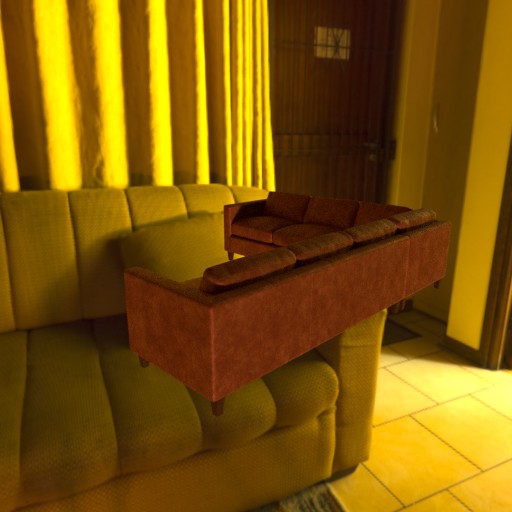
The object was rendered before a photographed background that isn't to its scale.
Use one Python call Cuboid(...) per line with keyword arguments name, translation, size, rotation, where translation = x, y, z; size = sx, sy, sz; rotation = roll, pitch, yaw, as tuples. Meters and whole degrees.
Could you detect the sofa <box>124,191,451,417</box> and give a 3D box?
Cuboid(name="sofa", translation=(0.000, 0.000, 4.265), size=(2.438, 0.838, 3.150), rotation=(15, 21, 42))
